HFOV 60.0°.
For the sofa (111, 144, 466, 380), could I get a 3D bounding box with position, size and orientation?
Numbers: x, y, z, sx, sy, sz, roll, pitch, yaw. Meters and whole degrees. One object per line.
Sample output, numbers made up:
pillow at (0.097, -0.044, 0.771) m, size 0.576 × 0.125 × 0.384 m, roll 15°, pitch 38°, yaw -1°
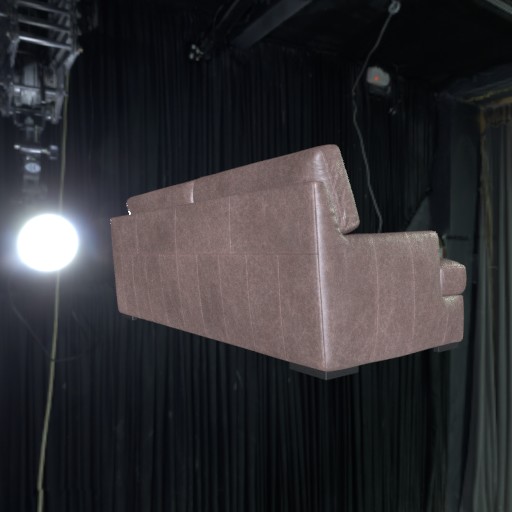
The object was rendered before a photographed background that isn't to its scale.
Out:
sofa at (0.000, 0.000, 2.834) m, size 1.143 × 0.941 × 2.261 m, roll 0°, pitch 0°, yaw -37°
